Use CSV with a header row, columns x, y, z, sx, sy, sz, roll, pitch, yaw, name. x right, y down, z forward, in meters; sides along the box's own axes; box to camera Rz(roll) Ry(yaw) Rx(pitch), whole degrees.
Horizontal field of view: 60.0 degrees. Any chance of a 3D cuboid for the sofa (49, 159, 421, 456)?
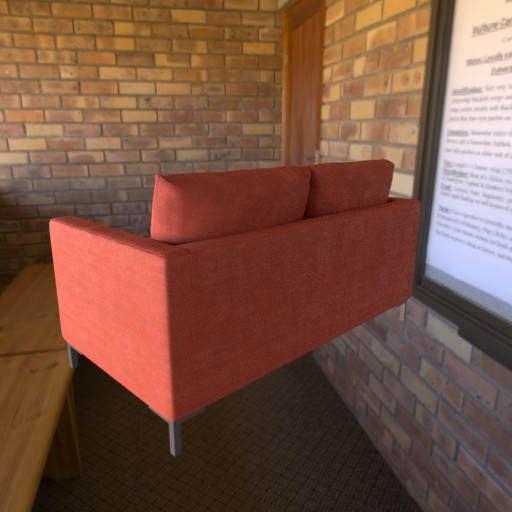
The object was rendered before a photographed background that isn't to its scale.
x,y,z,sx,sy,sz,roll,pitch,yaw,name
0.000,0.000,2.091,1.574,0.896,0.864,-16,22,-43,sofa
